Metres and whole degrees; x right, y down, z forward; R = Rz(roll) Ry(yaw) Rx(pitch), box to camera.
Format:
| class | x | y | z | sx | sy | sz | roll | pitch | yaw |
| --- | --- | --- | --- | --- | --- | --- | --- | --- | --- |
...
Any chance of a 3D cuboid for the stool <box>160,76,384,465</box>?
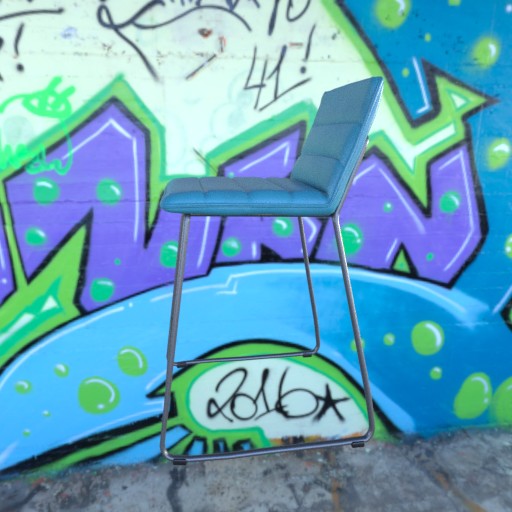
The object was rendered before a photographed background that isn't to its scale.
| class | x | y | z | sx | sy | sz | roll | pitch | yaw |
| --- | --- | --- | --- | --- | --- | --- | --- | --- | --- |
| stool | 0.000 | 0.000 | 1.177 | 0.524 | 0.866 | 0.489 | -2 | 15 | -9 |
